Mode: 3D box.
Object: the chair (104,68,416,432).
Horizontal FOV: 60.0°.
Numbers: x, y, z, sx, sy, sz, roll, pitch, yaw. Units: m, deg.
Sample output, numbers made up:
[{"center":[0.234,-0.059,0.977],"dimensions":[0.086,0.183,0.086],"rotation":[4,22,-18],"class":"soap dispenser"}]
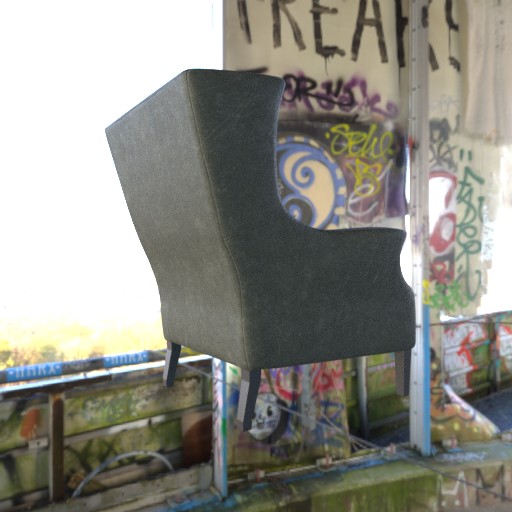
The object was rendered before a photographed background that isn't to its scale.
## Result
[{"center":[0.000,0.000,1.654],"dimensions":[0.926,1.016,0.853],"rotation":[0,0,-36],"class":"chair"}]
